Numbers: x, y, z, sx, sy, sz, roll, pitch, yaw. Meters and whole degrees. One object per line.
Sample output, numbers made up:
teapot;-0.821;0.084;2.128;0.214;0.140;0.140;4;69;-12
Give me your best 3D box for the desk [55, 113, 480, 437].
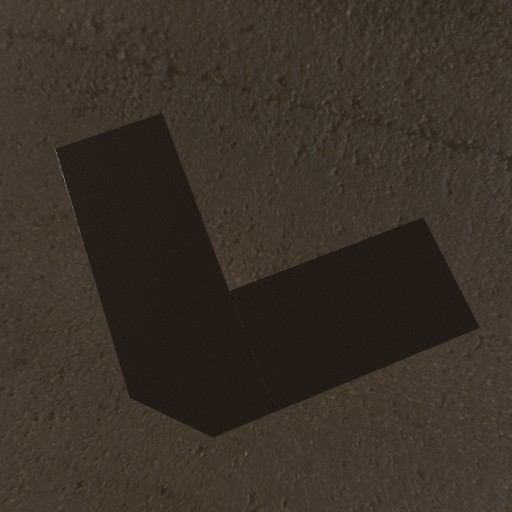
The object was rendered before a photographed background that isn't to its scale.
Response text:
desk;0.000;0.000;2.222;1.379;0.739;1.379;-21;76;-5
